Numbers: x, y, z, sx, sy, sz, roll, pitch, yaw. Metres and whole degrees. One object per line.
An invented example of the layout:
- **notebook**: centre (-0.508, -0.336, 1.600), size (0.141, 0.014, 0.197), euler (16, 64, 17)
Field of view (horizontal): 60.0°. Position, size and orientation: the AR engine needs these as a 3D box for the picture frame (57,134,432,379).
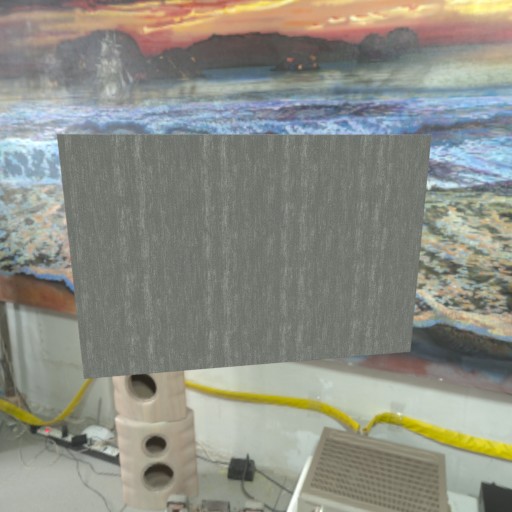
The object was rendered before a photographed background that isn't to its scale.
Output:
- **picture frame**: centre (0.000, 0.000, 1.209), size (0.950, 0.640, 0.029), euler (-2, 15, -9)
